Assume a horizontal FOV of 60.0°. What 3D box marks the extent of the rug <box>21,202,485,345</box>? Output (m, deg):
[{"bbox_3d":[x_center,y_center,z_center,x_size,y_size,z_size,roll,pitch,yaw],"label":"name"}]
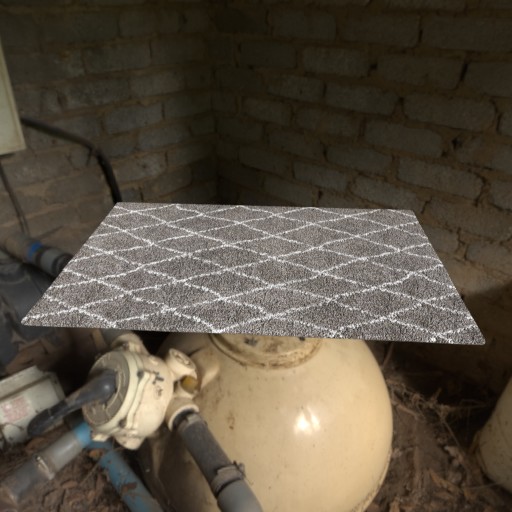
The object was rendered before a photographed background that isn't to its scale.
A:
[{"bbox_3d":[0.000,0.000,3.359,2.743,0.030,1.778,2,31,3],"label":"rug"}]
